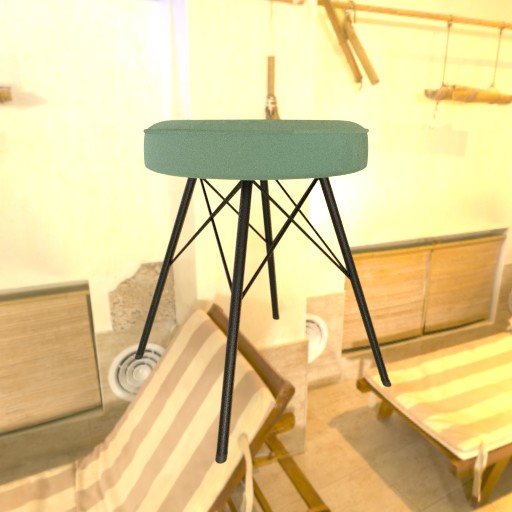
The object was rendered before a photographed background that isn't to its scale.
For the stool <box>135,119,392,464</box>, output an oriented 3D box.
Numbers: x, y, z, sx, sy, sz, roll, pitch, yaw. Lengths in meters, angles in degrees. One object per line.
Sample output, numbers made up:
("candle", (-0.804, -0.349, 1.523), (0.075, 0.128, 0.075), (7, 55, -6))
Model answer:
("stool", (0.000, 0.000, 0.886), (0.458, 0.519, 0.457), (-7, 18, -24))
